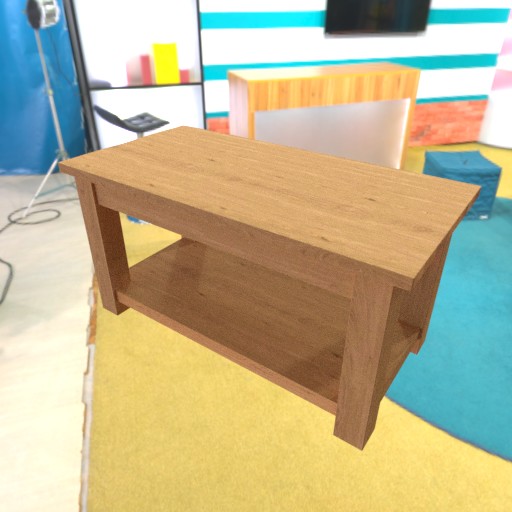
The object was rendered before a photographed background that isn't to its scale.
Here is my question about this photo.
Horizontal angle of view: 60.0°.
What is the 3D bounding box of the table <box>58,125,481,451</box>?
[{"bbox_3d":[0.000,0.000,1.158,0.899,0.452,0.450,20,36,30],"label":"table"}]
